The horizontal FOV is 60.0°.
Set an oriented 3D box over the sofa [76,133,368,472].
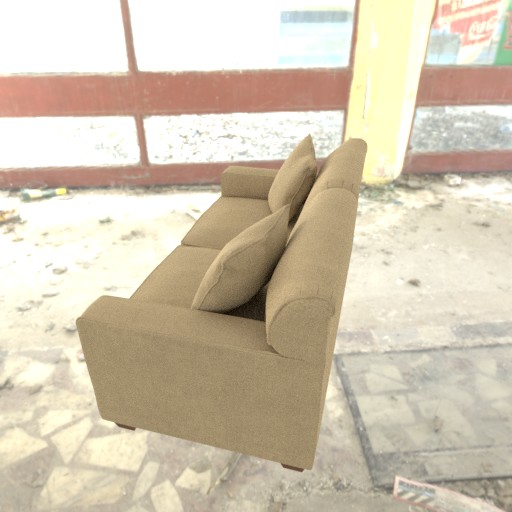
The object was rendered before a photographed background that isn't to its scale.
[{"bbox_3d":[0.000,0.000,2.405,0.998,0.958,1.846,8,31,13],"label":"sofa"}]
